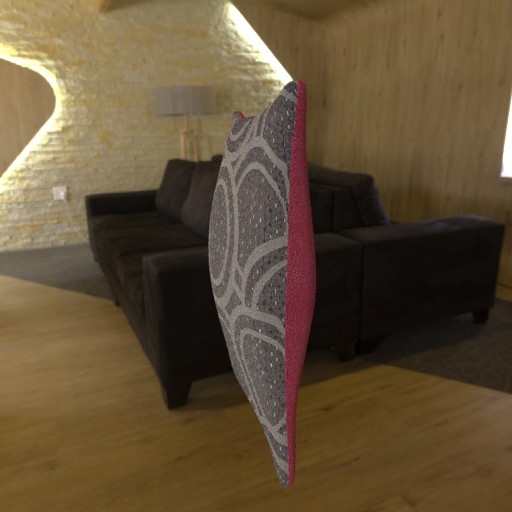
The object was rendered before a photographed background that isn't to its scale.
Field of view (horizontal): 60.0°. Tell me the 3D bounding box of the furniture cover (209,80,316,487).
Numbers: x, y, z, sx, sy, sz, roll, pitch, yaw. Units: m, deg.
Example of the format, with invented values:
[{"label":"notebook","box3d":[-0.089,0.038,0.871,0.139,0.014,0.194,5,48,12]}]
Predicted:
[{"label":"furniture cover","box3d":[0.000,0.000,0.770,0.163,0.513,0.514,-2,15,-9]}]
